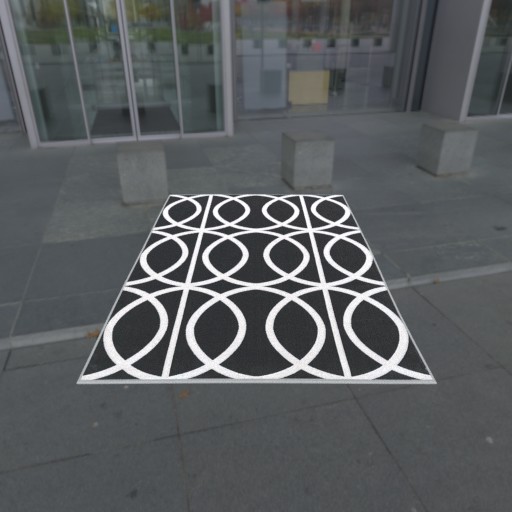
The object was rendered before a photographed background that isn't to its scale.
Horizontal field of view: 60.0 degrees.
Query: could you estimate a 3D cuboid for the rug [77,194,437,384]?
[{"bbox_3d":[0.000,0.000,2.870,1.526,0.014,2.290,0,28,0],"label":"rug"}]
